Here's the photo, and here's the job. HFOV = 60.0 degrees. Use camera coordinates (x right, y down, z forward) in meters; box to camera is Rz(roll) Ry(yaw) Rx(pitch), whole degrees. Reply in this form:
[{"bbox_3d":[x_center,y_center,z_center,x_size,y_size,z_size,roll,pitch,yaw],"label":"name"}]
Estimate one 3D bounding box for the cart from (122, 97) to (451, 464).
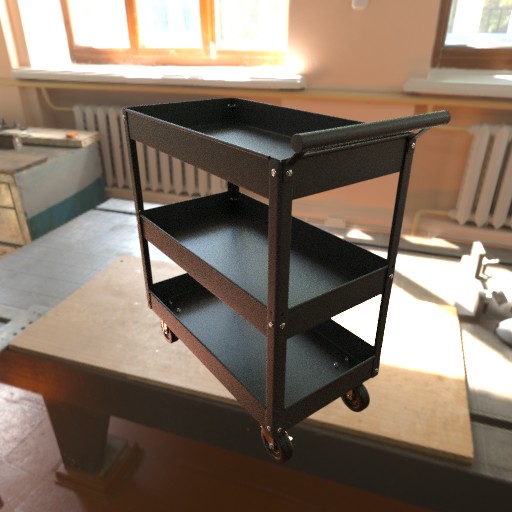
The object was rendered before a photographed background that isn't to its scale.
[{"bbox_3d":[0.000,0.000,1.151,0.366,0.780,0.719,-18,32,-32],"label":"cart"}]
